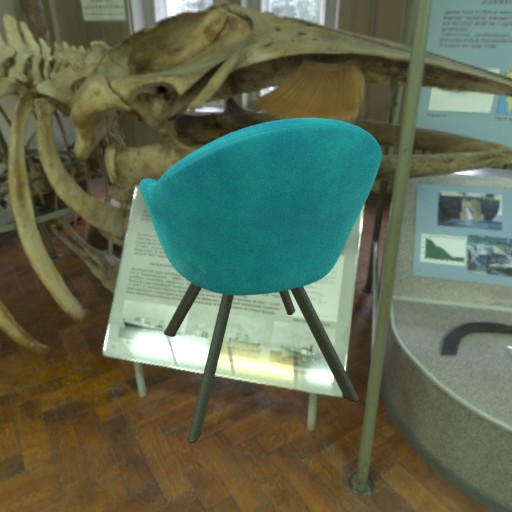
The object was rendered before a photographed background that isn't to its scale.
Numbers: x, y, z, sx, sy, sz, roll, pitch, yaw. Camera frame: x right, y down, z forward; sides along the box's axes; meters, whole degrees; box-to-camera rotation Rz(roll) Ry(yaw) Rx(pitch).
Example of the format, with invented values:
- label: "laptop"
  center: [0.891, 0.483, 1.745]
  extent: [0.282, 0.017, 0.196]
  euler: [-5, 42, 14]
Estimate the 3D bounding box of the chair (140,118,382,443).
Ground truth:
- label: "chair"
  center: [0.000, 0.000, 1.190]
  extent: [0.550, 0.795, 0.590]
  euler: [-8, 27, -16]
